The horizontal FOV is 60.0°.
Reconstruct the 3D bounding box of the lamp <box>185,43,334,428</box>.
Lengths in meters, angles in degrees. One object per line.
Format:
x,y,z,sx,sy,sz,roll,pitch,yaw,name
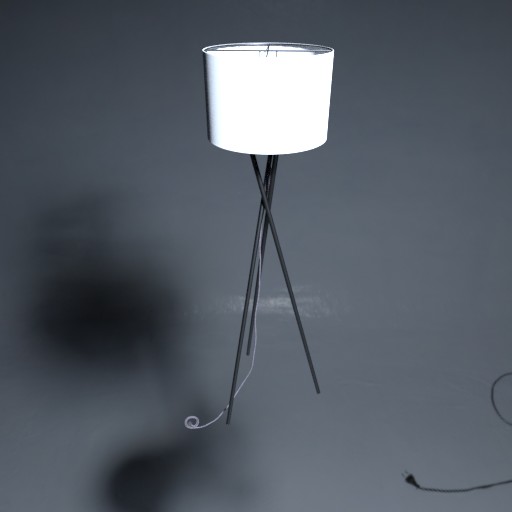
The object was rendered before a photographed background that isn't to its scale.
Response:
0.000,0.000,1.904,0.667,1.624,0.522,1,31,2,lamp
